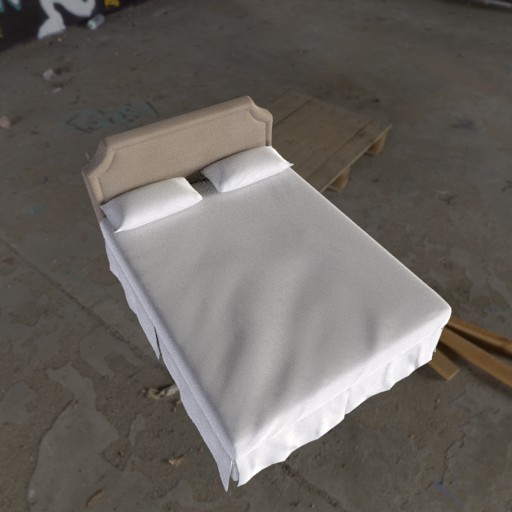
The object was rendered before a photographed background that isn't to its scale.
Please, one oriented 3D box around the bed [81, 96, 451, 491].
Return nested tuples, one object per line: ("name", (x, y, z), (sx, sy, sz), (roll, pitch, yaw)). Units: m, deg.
("bed", (0.000, 0.000, 3.518), (1.977, 1.293, 2.498), (-25, 51, -22))
